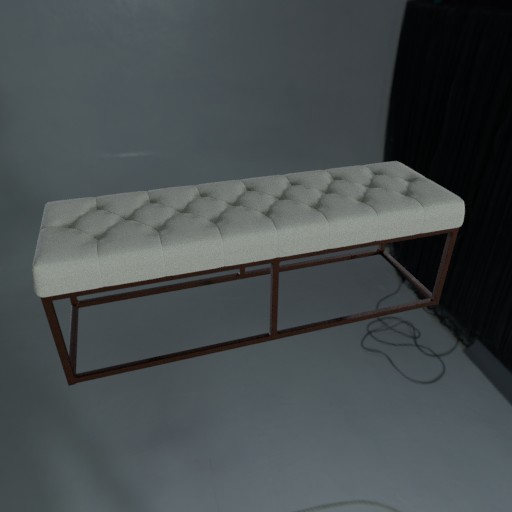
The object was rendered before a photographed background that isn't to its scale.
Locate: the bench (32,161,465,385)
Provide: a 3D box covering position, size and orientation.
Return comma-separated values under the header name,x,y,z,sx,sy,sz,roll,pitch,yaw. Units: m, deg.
name,x,y,z,sx,sy,sz,roll,pitch,yaw
bench,0.000,0.000,1.726,1.488,0.488,0.479,-9,33,-15
